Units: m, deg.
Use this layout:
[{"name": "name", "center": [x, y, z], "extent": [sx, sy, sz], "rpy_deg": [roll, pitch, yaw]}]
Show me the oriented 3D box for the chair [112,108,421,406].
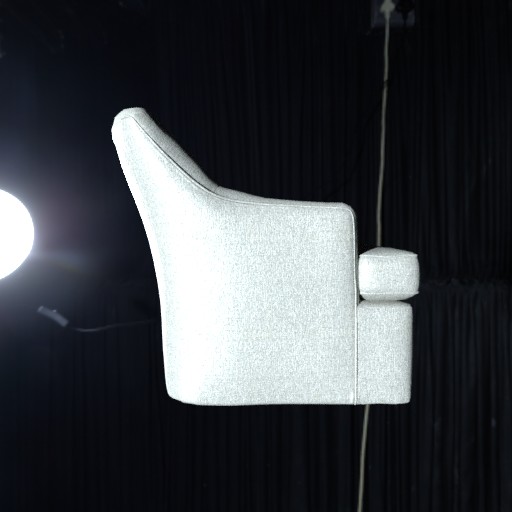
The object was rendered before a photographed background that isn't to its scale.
[{"name": "chair", "center": [0.000, 0.000, 1.579], "extent": [0.923, 0.856, 0.864], "rpy_deg": [0, 0, 1]}]
